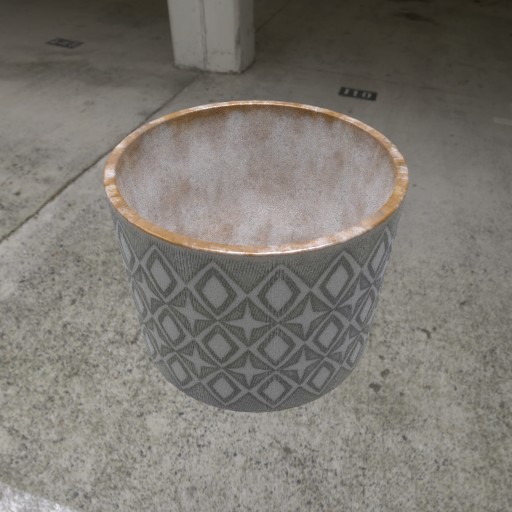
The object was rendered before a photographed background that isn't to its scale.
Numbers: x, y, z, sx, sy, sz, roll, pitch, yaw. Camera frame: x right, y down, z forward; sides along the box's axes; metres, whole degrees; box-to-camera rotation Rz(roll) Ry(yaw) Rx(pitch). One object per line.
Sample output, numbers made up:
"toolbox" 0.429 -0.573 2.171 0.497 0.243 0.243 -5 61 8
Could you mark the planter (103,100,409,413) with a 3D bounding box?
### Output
"planter" 0.000 0.000 0.452 0.255 0.223 0.255 0 41 0
